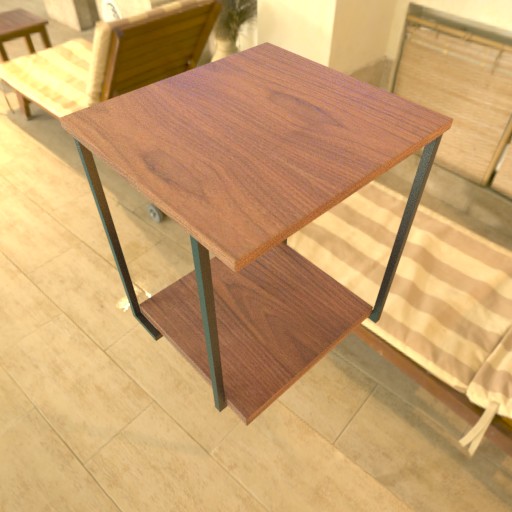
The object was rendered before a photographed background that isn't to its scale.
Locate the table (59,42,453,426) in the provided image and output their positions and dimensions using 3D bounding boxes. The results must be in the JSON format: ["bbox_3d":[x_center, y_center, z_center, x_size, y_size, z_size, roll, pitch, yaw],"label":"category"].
[{"bbox_3d":[0.000,0.000,0.834,0.411,0.567,0.384,-34,55,-28],"label":"table"}]
